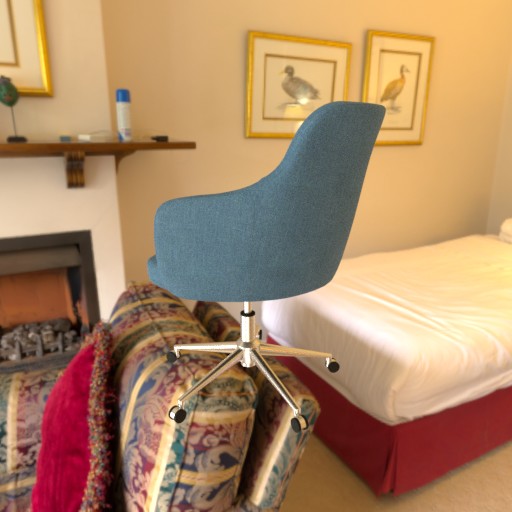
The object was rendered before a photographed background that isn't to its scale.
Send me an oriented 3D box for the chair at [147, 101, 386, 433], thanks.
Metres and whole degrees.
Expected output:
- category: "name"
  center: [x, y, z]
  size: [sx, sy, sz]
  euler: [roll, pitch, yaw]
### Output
- category: "chair"
  center: [0.000, 0.000, 1.275]
  size: [0.655, 0.820, 0.599]
  euler: [8, 18, 24]
